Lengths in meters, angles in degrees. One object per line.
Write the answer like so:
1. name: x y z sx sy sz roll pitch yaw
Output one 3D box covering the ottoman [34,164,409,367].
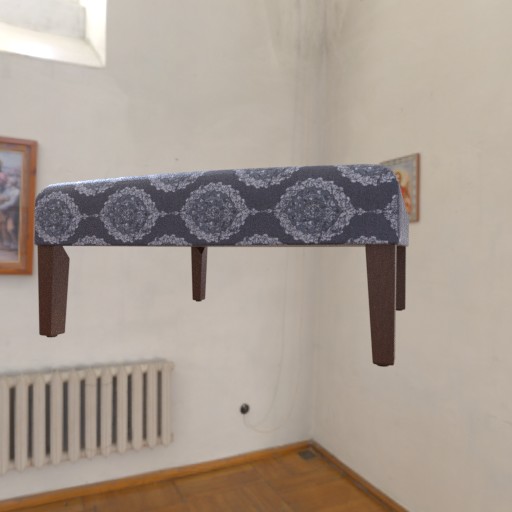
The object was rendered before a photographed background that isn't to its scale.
1. ottoman: 0.000 0.000 1.387 0.890 0.409 0.889 0 1 20
